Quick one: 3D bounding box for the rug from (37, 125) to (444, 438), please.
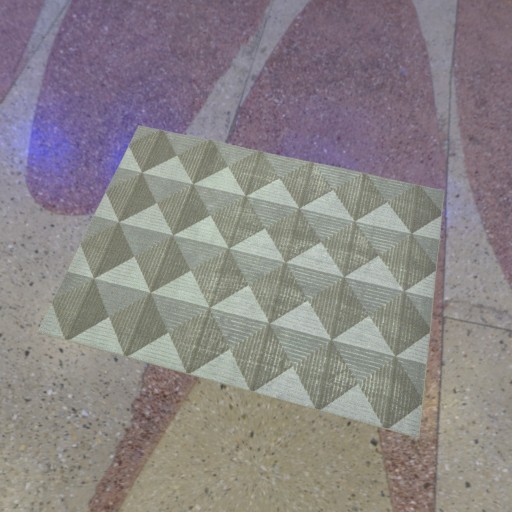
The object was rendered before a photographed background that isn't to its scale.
[{"bbox_3d":[0.000,0.000,4.205,3.333,0.027,2.428,14,65,6],"label":"rug"}]
